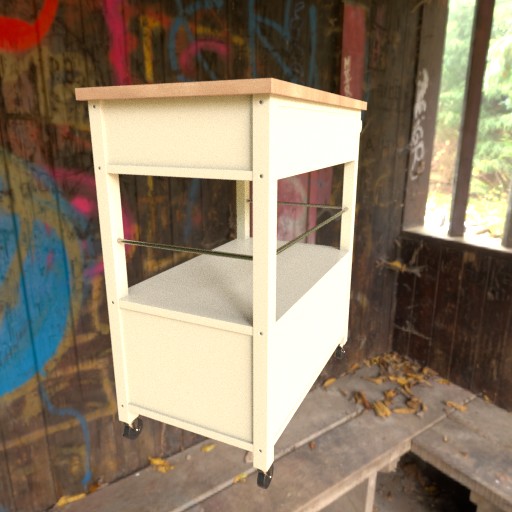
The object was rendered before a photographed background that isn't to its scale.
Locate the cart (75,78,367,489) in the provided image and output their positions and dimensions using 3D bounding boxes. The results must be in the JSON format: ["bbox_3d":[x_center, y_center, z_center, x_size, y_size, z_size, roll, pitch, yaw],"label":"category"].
[{"bbox_3d":[0.000,0.000,1.335,0.459,0.901,0.840,7,17,24],"label":"cart"}]
